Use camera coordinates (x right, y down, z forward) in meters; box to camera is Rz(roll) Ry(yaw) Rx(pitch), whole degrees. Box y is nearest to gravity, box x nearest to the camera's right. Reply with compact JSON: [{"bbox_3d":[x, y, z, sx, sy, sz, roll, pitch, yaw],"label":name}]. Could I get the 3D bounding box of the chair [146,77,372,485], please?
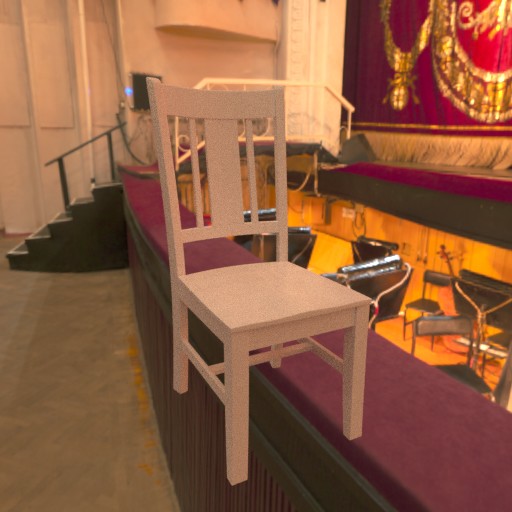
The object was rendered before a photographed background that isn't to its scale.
[{"bbox_3d":[0.000,0.000,1.286,0.450,0.998,0.555,-8,17,-26],"label":"chair"}]
